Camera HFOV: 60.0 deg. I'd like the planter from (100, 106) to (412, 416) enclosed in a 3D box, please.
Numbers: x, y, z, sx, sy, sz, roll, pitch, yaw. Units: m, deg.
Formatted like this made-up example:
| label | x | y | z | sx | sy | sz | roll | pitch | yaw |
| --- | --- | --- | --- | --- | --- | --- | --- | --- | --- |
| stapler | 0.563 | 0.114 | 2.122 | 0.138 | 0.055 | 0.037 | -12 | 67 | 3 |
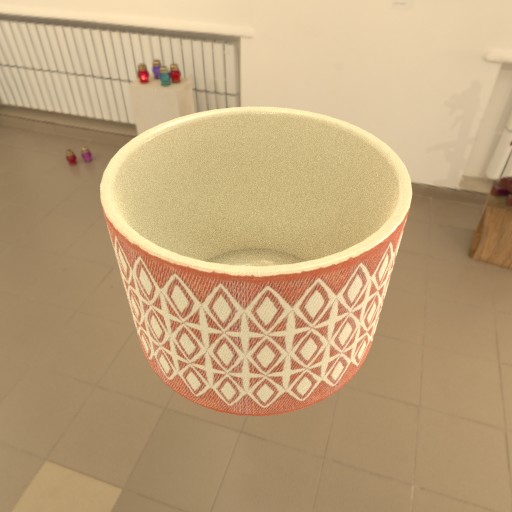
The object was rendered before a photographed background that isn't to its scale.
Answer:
| label | x | y | z | sx | sy | sz | roll | pitch | yaw |
| --- | --- | --- | --- | --- | --- | --- | --- | --- | --- |
| planter | 0.000 | 0.000 | 0.329 | 0.192 | 0.148 | 0.192 | 0 | 42 | 0 |
